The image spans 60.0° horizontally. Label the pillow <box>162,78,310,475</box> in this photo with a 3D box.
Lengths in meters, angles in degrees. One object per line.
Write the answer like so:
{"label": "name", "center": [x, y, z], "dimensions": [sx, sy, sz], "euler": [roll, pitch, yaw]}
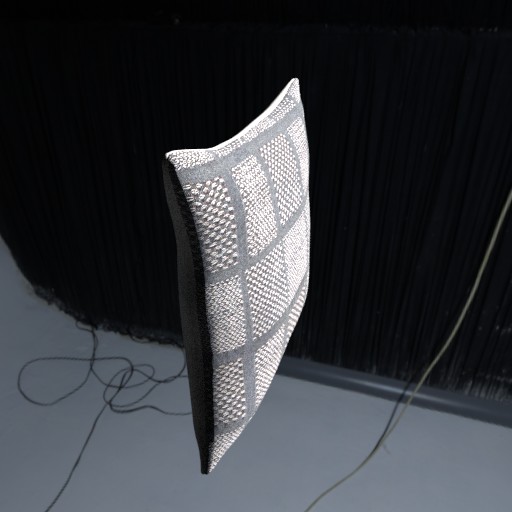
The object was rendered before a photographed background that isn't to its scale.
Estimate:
{"label": "pillow", "center": [0.000, 0.000, 0.651], "dimensions": [0.138, 0.432, 0.435], "euler": [10, 32, 16]}
